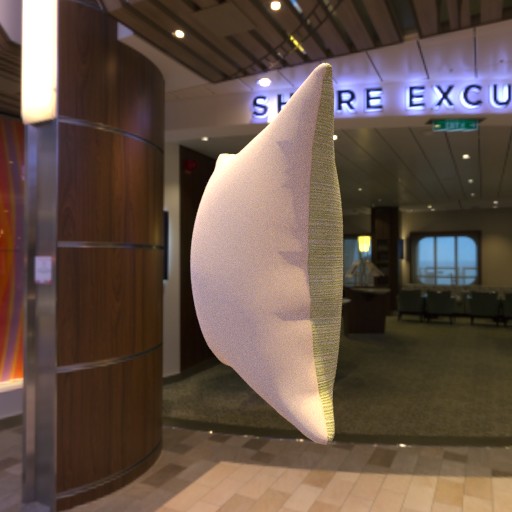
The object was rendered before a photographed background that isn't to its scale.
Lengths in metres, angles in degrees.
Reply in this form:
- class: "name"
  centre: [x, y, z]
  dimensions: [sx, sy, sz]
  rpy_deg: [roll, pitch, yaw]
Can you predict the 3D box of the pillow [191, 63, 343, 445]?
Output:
- class: "pillow"
  centre: [0.000, 0.000, 0.811]
  dimensions: [0.229, 0.487, 0.560]
  rpy_deg: [0, -1, -19]
